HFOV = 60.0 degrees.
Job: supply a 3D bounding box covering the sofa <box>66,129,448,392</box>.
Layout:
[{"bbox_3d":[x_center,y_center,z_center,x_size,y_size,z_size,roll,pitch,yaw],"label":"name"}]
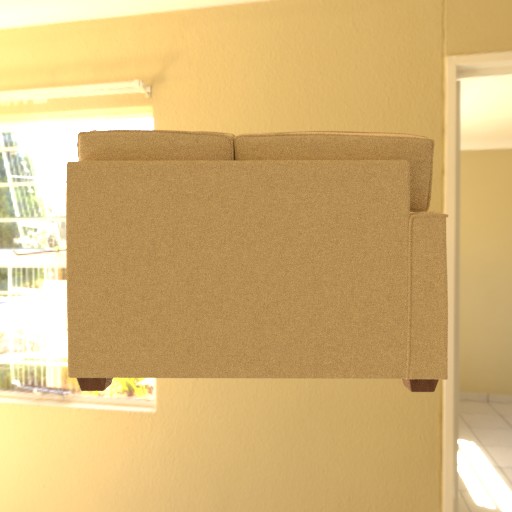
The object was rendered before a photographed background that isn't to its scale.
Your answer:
[{"bbox_3d":[0.000,0.000,2.046,1.388,0.989,0.991,0,0,1],"label":"sofa"}]
